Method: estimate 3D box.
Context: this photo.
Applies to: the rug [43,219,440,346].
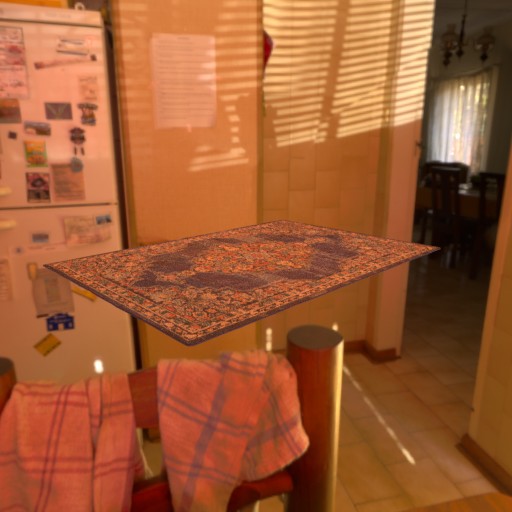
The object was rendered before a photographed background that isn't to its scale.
[{"bbox_3d":[0.000,0.000,3.935,2.940,0.011,2.053,-14,21,-42],"label":"rug"}]
